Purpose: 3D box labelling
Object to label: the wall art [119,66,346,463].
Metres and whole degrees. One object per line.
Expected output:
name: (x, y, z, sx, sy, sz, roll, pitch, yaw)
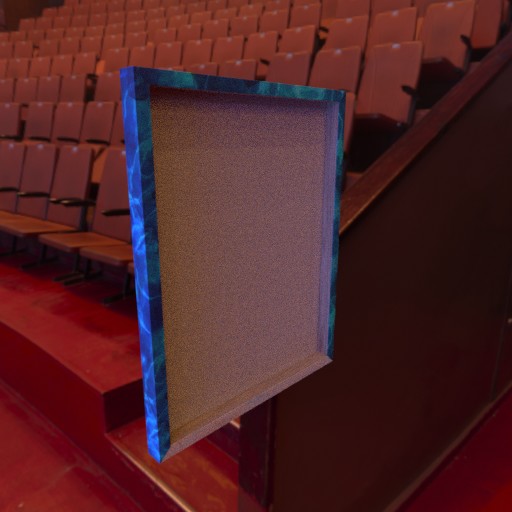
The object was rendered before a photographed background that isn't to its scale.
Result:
wall art: (0.000, 0.000, 0.866, 0.038, 0.635, 0.508, 15, 21, 43)
